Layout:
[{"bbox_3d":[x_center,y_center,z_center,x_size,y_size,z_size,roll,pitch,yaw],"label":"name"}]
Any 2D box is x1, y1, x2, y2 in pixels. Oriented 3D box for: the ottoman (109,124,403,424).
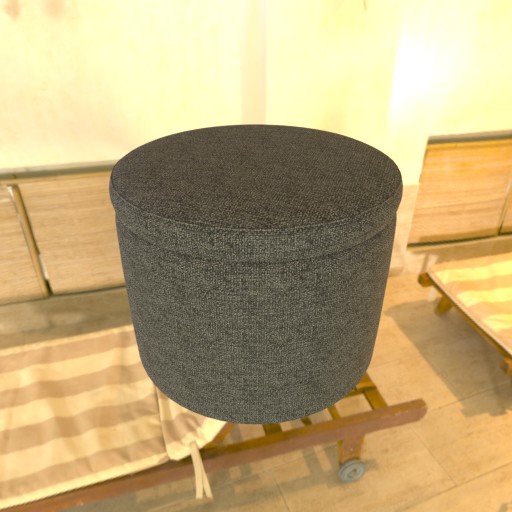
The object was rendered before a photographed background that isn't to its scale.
[{"bbox_3d":[0.000,0.000,0.901,0.520,0.430,0.520,0,31,0],"label":"ottoman"}]
